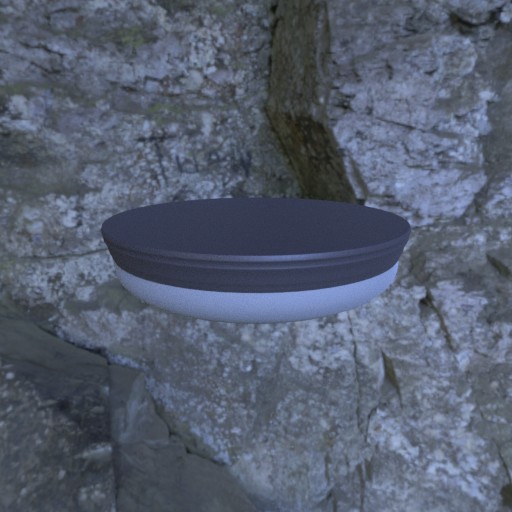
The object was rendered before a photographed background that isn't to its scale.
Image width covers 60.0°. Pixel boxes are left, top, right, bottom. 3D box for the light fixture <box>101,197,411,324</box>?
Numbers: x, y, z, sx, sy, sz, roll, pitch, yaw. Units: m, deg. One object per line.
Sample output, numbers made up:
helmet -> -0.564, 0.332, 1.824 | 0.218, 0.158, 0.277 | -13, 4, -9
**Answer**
light fixture -> 0.000, 0.000, 0.566 | 0.368, 0.100, 0.368 | 0, 15, 0
